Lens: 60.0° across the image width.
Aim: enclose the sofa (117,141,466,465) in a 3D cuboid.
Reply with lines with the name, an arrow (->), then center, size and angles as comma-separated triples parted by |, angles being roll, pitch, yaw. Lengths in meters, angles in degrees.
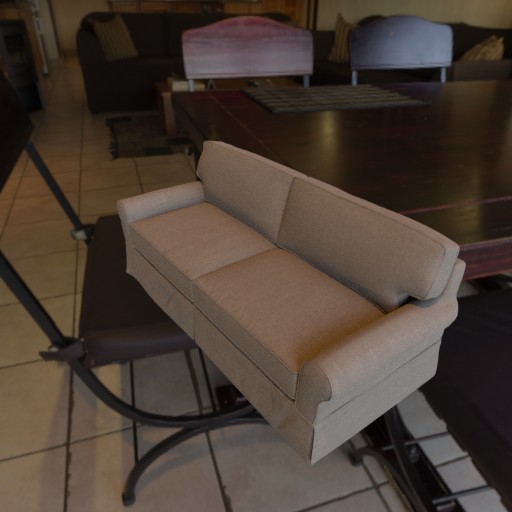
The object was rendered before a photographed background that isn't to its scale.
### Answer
sofa -> 0.000, 0.000, 2.775 | 0.991, 0.943, 2.248 | -21, 36, -31
